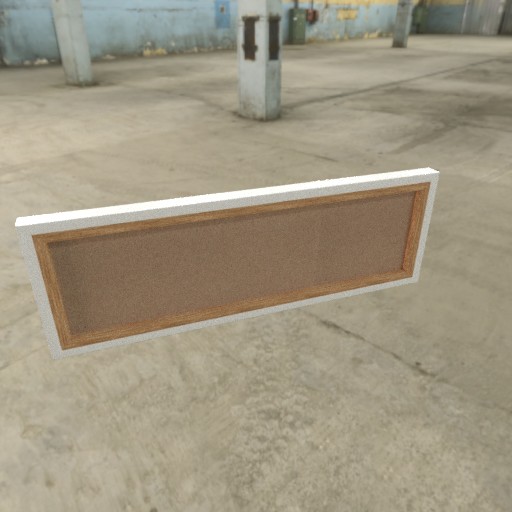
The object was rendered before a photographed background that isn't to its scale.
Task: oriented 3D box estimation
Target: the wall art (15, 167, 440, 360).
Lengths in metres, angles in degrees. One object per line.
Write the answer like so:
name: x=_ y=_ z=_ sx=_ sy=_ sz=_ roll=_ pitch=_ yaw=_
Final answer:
wall art: x=0.000 y=0.000 z=0.841 sx=0.766 sy=0.256 sz=0.036 roll=-10 pitch=30 yaw=-18
